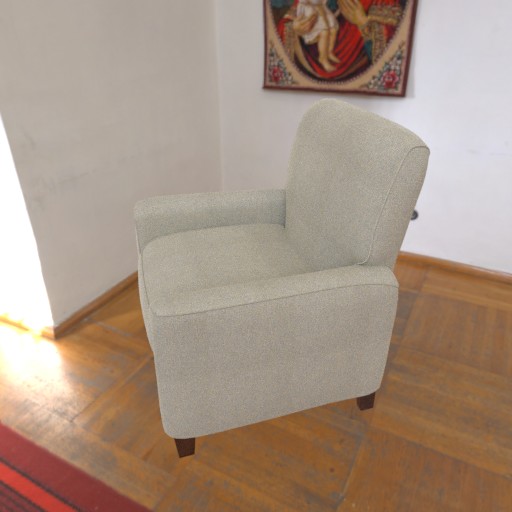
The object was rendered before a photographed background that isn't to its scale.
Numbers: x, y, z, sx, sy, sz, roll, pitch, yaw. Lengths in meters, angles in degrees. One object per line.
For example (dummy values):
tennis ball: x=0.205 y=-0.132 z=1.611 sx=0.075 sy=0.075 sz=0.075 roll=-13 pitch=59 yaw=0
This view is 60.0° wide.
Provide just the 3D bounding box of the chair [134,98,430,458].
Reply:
chair: x=0.000 y=0.000 z=1.617 sx=0.853 sy=1.006 sz=0.850 roll=-9 pitch=31 yaw=-15
